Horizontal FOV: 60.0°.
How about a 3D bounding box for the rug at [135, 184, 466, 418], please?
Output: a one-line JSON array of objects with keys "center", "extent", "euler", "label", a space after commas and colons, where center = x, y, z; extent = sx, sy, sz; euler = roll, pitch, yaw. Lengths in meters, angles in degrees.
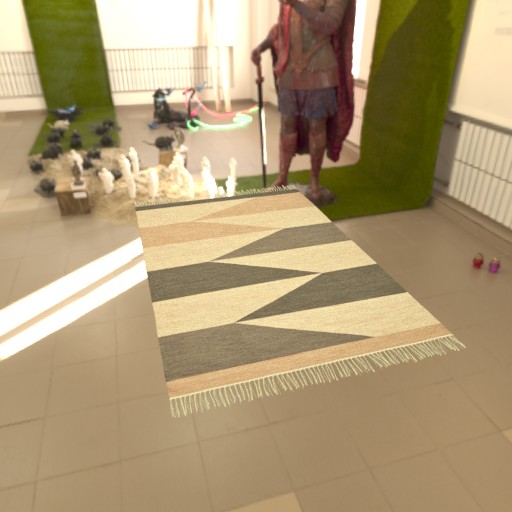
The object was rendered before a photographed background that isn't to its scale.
[{"center": [0.000, 0.000, 2.519], "extent": [1.224, 0.027, 2.021], "euler": [-9, 31, -15], "label": "rug"}]
